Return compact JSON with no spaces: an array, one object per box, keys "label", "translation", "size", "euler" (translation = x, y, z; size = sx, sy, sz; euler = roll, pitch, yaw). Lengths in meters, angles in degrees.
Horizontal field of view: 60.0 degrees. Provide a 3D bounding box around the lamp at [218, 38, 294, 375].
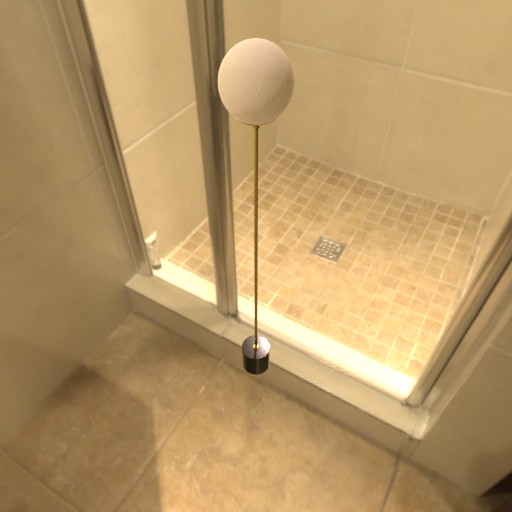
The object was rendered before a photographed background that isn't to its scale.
[{"label":"lamp","translation":[0.000,0.000,1.875],"size":[0.229,1.748,0.229],"euler":[-5,47,-4]}]
